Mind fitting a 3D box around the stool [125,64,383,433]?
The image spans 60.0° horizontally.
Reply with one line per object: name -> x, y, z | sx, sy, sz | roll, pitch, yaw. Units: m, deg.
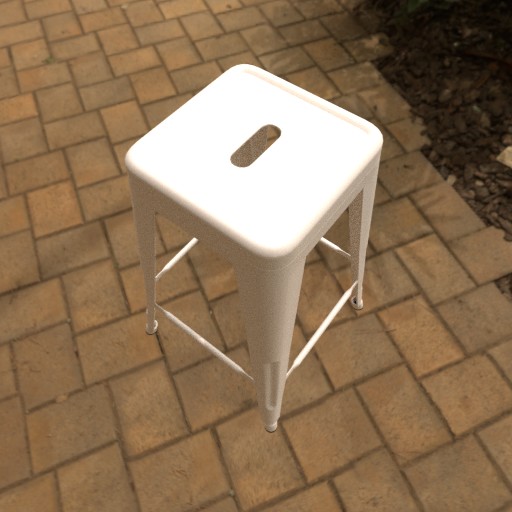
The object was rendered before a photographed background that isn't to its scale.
stool -> 0.000, 0.000, 0.879 | 0.406, 0.610, 0.406 | 34, 64, 19
